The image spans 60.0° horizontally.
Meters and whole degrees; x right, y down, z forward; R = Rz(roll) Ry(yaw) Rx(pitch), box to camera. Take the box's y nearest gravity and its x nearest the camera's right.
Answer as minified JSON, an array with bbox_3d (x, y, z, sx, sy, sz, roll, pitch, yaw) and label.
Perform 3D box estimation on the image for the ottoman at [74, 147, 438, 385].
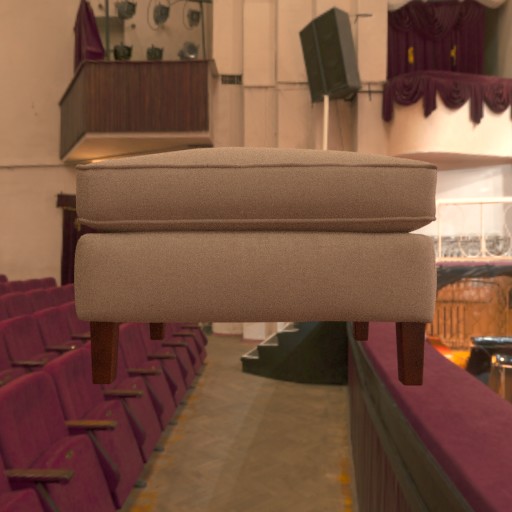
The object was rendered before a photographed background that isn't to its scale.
[{"bbox_3d":[0.000,0.000,1.005,0.665,0.456,0.501,0,0,1],"label":"ottoman"}]
